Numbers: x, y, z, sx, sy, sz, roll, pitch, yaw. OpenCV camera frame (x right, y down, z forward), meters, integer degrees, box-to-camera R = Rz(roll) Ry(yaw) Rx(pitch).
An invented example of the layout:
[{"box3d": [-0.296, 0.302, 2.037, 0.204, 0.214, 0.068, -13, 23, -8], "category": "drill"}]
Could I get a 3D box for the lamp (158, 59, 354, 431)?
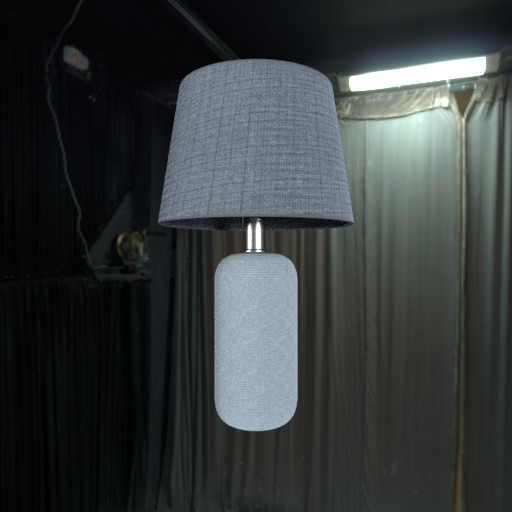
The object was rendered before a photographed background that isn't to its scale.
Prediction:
[{"box3d": [0.000, 0.000, 0.582, 0.251, 0.429, 0.251, 0, 0, 0], "category": "lamp"}]
